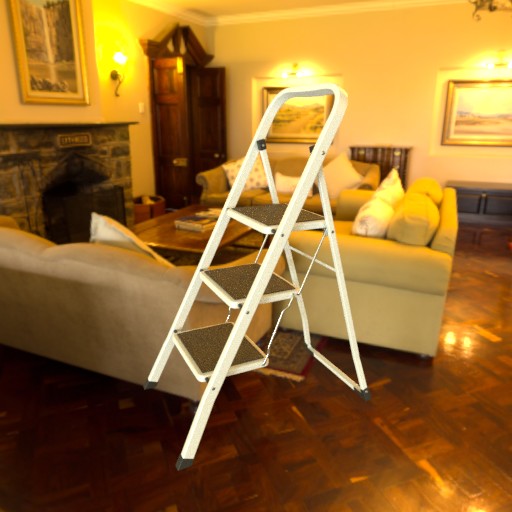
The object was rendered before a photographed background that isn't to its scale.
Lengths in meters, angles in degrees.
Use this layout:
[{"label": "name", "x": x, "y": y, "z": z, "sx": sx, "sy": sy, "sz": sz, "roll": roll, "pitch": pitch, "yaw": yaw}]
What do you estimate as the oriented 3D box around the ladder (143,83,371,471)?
[{"label": "ladder", "x": 0.000, "y": 0.000, "z": 1.441, "sx": 0.711, "sy": 1.050, "sz": 0.460, "roll": -8, "pitch": 19, "yaw": -24}]
